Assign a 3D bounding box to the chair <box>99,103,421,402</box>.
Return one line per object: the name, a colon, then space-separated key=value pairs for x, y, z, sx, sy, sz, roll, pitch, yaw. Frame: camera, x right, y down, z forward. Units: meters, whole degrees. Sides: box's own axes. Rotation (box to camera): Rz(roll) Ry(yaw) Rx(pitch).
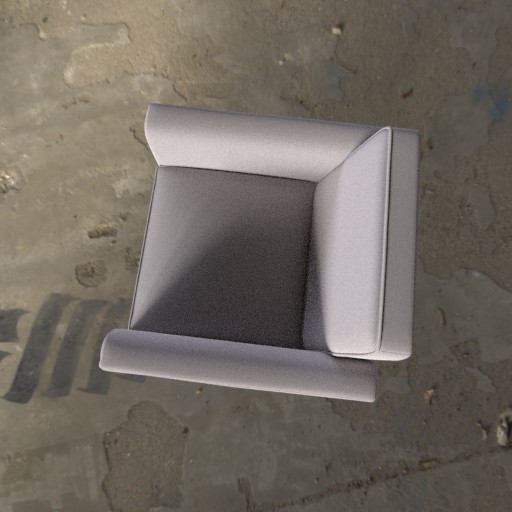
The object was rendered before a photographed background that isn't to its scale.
chair: x=0.000 y=0.000 z=1.396 sx=0.750 sy=0.780 sz=0.780 roll=6 pitch=77 yaw=1
